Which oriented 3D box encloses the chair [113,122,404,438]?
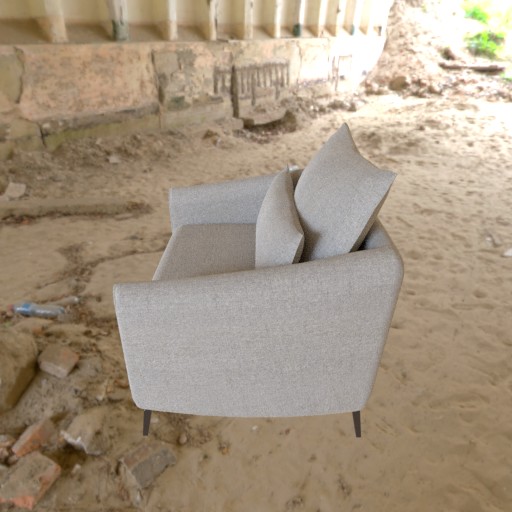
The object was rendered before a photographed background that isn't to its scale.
[{"bbox_3d":[0.000,0.000,1.659,0.801,0.856,1.029,0,27,0],"label":"chair"}]
